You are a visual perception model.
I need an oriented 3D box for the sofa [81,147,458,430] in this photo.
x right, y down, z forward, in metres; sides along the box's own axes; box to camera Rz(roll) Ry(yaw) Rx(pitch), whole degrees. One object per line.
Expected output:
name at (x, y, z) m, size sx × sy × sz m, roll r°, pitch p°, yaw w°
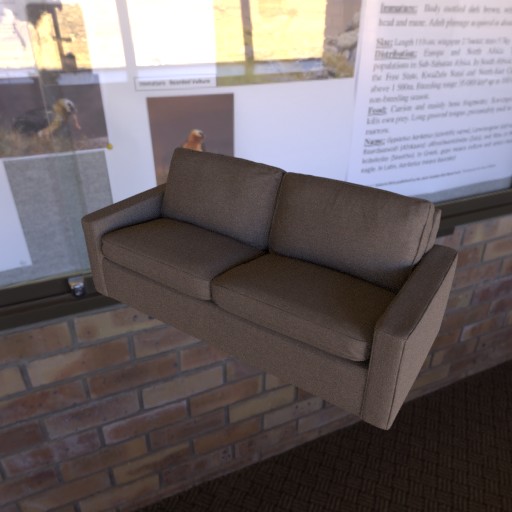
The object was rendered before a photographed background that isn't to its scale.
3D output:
sofa at (0.000, 0.000, 2.636) m, size 2.080 × 0.919 × 0.940 m, roll 18°, pitch 34°, yaw 29°
